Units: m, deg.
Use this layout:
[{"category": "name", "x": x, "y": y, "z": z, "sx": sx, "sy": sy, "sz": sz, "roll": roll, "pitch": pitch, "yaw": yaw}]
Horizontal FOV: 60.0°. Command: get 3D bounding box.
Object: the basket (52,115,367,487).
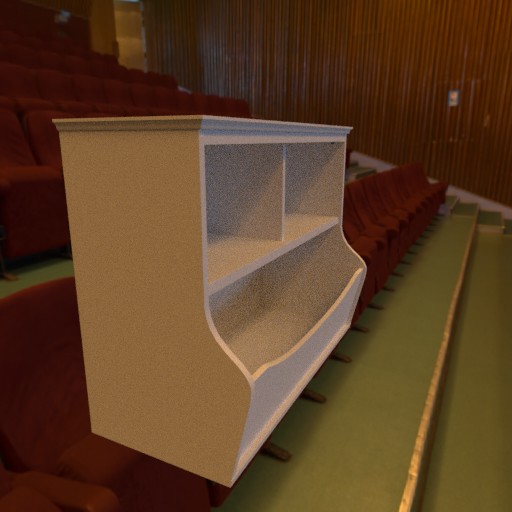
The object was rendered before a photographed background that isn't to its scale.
[{"category": "basket", "x": 0.000, "y": 0.000, "z": 1.095, "sx": 0.376, "sy": 0.625, "sz": 0.792, "roll": 7, "pitch": 17, "yaw": 26}]
